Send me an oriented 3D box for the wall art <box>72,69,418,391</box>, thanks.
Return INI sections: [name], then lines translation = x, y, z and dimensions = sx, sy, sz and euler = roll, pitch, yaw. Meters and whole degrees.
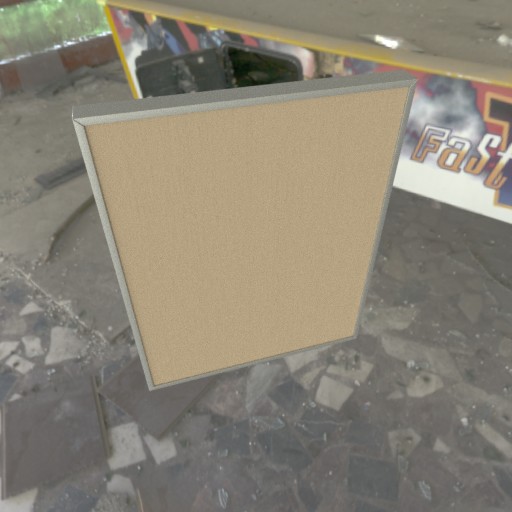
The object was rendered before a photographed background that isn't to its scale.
[wall art]
translation = 0.000, 0.000, 0.744
dimensions = 0.445, 0.553, 0.039
euler = -11, 42, -13
